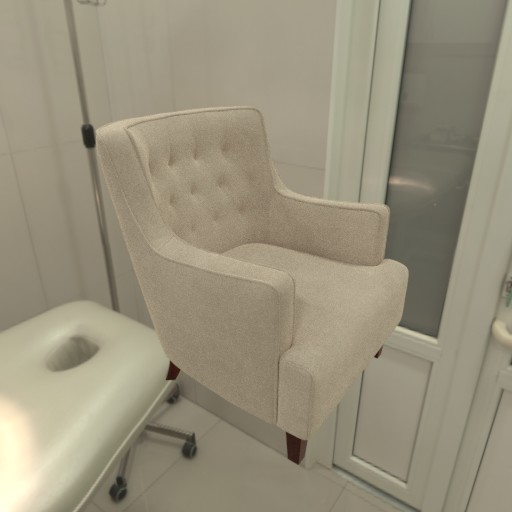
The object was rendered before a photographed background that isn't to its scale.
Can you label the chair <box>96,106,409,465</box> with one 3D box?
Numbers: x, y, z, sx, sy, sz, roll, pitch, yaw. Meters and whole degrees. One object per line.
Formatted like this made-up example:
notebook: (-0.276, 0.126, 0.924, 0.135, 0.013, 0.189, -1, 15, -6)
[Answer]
chair: (0.000, 0.000, 1.582, 0.910, 0.920, 0.781, 17, 30, 32)
